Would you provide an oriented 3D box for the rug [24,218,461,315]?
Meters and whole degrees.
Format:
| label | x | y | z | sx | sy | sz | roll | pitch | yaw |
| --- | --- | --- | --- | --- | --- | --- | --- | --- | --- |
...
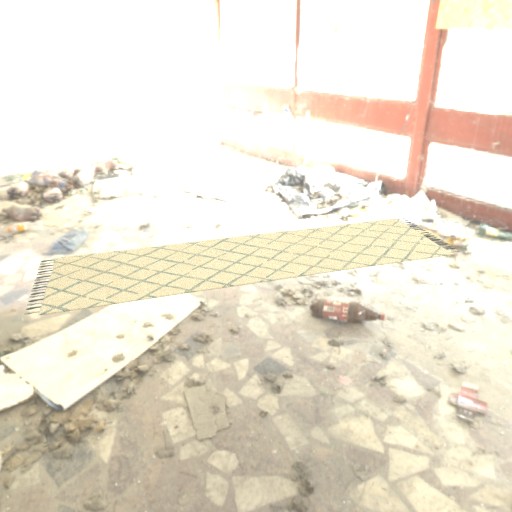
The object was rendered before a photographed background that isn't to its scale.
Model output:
| label | x | y | z | sx | sy | sz | roll | pitch | yaw |
| --- | --- | --- | --- | --- | --- | --- | --- | --- | --- |
| rug | 0.000 | 0.000 | 2.565 | 2.372 | 0.008 | 0.620 | -7 | 27 | -15 |
